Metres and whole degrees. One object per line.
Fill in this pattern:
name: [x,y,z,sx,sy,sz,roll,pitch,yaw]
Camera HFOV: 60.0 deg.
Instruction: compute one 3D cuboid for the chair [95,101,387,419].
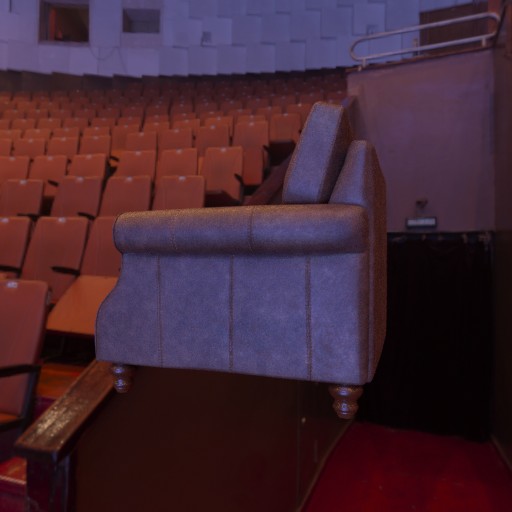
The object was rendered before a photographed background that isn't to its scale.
chair: [0.000,0.000,1.818,1.002,0.976,0.996,0,0,19]
